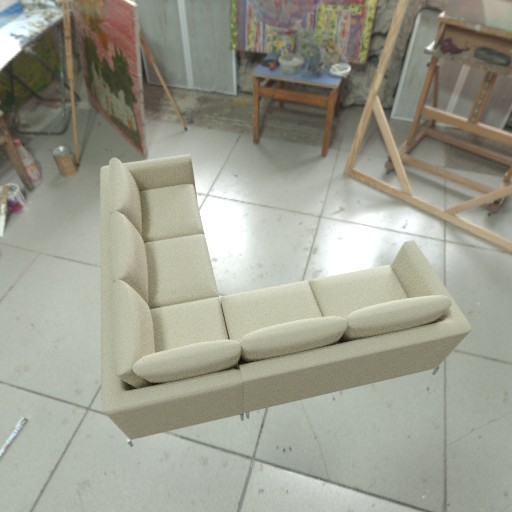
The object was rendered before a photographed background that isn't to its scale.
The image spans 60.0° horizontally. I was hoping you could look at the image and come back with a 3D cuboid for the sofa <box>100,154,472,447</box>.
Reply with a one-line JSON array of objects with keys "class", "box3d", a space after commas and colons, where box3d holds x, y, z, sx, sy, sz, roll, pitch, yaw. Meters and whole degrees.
[{"class": "sofa", "box3d": [0.000, 0.000, 3.742, 2.430, 0.867, 2.448, -10, 49, -9]}]
